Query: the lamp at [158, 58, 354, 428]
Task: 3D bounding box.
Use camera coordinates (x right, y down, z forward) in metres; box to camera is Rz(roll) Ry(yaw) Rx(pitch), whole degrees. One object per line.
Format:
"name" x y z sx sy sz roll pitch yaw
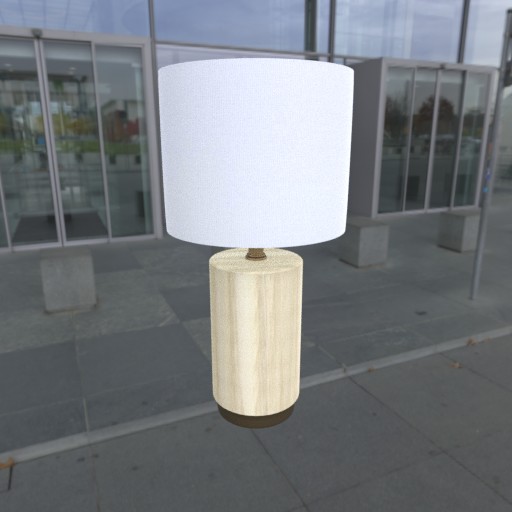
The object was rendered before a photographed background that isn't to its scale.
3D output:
"lamp" 0.000 0.000 0.581 0.228 0.444 0.228 -2 15 -9
